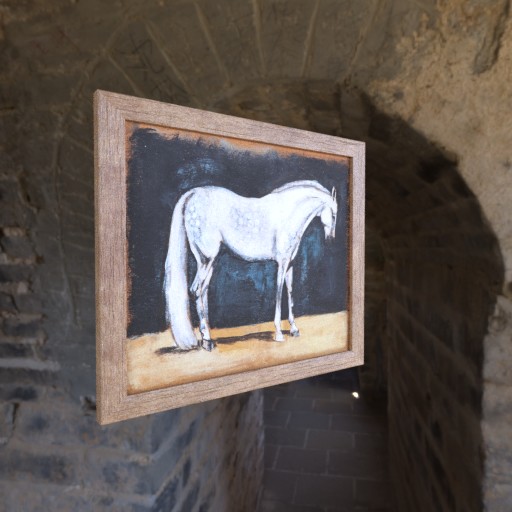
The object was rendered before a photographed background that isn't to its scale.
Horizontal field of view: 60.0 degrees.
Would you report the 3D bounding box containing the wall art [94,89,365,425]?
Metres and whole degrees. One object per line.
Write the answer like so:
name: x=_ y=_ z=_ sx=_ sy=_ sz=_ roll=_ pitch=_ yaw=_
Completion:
wall art: x=0.000 y=0.000 z=0.984 sx=0.690 sy=0.588 sz=0.026 roll=-1 pitch=2 yaw=-36
